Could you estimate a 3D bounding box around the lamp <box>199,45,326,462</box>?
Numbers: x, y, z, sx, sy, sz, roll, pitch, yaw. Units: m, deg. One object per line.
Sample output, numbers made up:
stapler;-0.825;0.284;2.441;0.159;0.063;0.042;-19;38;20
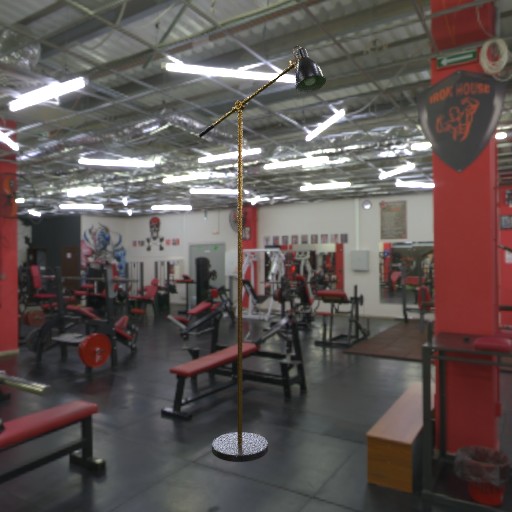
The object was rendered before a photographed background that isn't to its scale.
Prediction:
lamp;0.000;0.000;1.823;0.618;1.628;0.235;0;0;35
